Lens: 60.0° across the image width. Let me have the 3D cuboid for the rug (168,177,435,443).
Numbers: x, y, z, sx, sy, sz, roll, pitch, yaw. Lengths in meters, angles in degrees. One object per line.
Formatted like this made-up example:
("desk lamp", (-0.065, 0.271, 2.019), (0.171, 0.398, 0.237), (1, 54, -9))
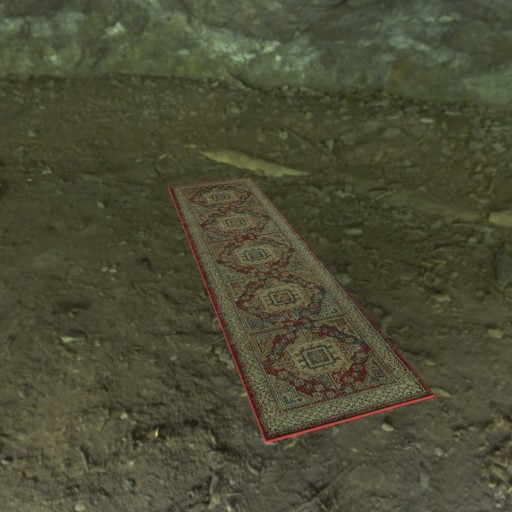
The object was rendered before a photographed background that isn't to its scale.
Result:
("rug", (0.000, 0.000, 2.480), (0.659, 0.015, 2.292), (-9, 32, -15))
